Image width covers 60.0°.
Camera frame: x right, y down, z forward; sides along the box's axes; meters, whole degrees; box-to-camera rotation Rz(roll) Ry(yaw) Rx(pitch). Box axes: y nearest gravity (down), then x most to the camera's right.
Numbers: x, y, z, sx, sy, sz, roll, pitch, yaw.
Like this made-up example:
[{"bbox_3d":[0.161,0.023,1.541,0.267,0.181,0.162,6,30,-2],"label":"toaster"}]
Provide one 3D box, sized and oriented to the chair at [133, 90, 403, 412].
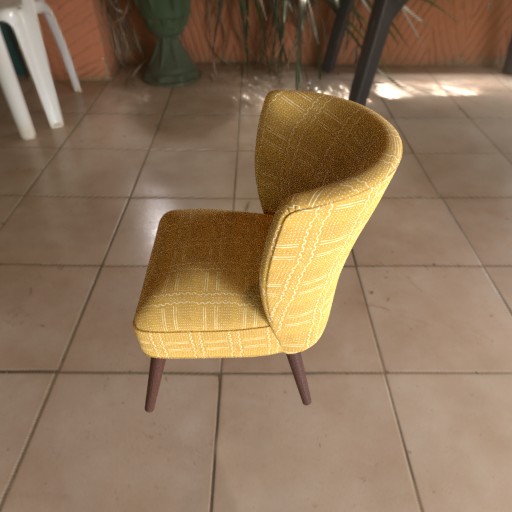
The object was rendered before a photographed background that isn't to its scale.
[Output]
[{"bbox_3d":[0.000,0.000,1.436,0.758,0.866,0.706,-1,40,-1],"label":"chair"}]
